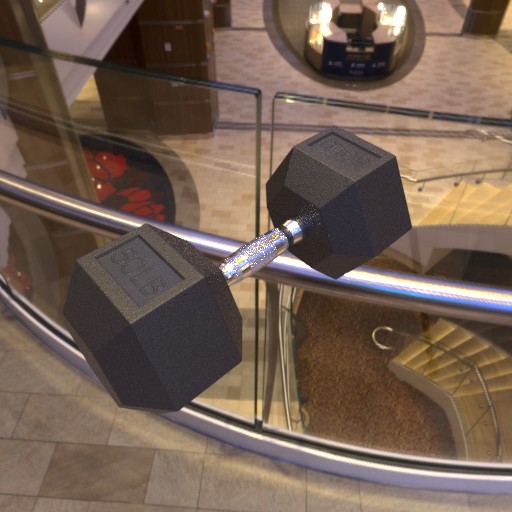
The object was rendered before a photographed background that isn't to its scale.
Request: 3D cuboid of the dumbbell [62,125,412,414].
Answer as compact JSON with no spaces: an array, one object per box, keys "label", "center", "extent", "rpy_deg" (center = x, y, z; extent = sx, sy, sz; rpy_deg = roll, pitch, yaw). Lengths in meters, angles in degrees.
[{"label":"dumbbell","center":[0.000,0.000,0.474],"extent":[0.384,0.150,0.173],"rpy_deg":[-33,54,-28]}]
